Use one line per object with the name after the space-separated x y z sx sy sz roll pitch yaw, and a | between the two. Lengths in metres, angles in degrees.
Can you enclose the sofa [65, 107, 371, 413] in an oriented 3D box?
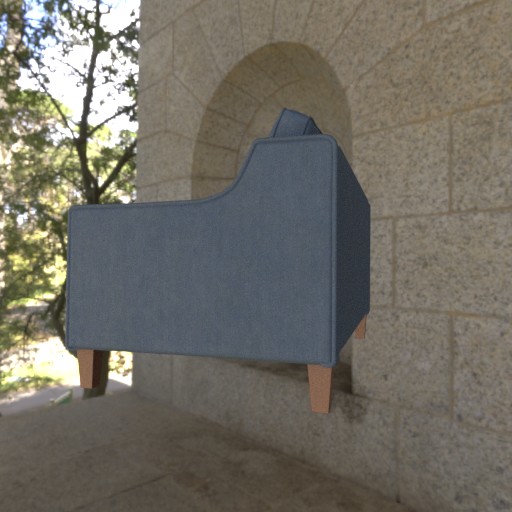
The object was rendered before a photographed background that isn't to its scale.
0.000 0.000 2.150 0.987 0.971 1.501 0 -1 18 | sofa
